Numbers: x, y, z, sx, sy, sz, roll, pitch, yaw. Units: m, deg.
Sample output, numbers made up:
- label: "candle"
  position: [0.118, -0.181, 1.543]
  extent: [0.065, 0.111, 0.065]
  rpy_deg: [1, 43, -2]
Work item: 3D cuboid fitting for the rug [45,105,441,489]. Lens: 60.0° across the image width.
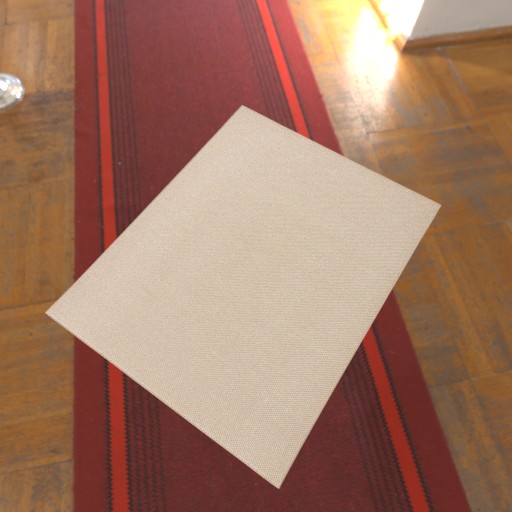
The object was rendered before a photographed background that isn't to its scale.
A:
- label: "rug"
  position: [0.000, 0.000, 4.183]
  extent: [2.462, 0.018, 3.039]
  rpy_deg: [31, 67, 15]
